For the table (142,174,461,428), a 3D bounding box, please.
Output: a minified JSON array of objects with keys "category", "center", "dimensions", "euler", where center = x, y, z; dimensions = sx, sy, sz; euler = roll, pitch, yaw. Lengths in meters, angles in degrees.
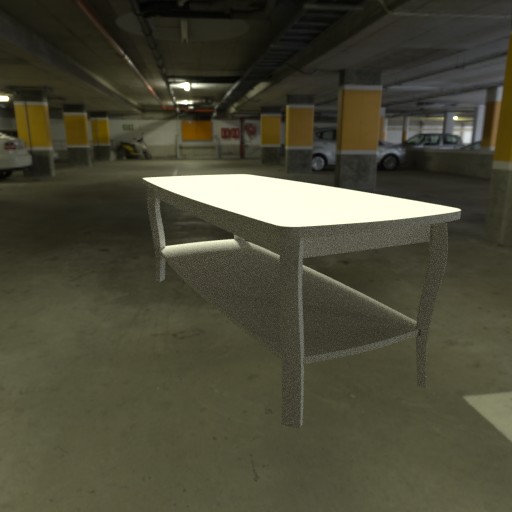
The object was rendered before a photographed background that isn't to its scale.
[{"category":"table","center":[0.000,0.000,1.581],"dimensions":[0.561,0.474,1.334],"euler":[-7,16,-25]}]
